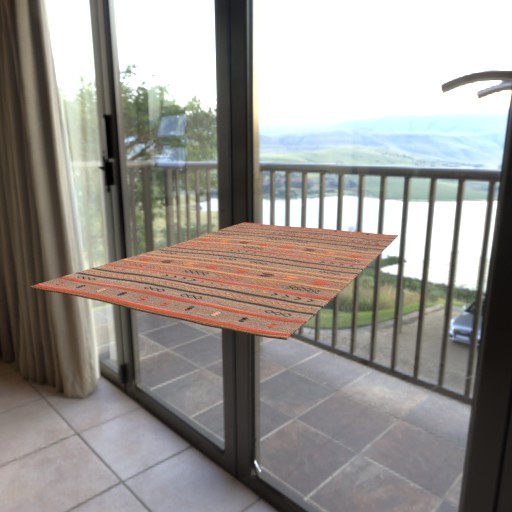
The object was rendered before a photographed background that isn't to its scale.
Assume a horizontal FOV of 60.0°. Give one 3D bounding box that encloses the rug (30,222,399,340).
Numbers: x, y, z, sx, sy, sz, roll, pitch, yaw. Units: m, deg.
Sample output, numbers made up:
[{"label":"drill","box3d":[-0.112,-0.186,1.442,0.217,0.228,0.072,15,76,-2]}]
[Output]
[{"label":"rug","box3d":[0.000,0.000,3.132,1.537,0.029,2.439,7,15,26]}]
